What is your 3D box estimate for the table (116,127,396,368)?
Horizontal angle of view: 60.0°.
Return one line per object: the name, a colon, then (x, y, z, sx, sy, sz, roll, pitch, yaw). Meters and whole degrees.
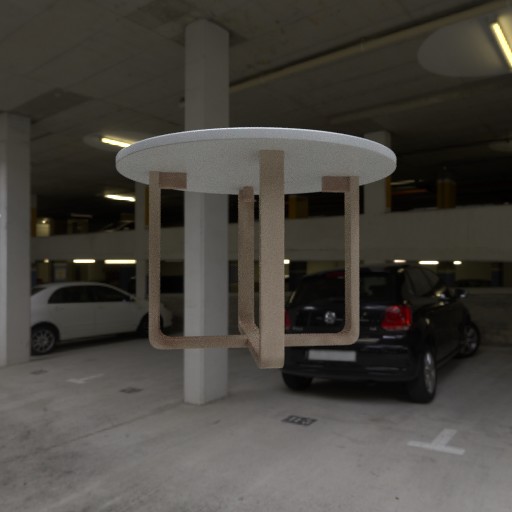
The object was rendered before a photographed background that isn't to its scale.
table: (0.000, 0.000, 0.994, 0.600, 0.400, 0.600, 0, 0, 0)
